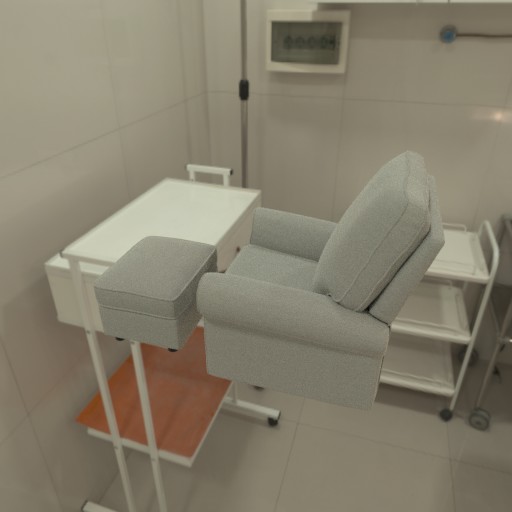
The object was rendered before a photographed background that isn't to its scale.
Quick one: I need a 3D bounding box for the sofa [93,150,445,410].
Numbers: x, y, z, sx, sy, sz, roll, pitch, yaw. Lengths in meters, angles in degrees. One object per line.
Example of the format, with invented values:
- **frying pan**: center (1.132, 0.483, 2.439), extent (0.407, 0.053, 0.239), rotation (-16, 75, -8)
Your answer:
- **sofa**: center (0.000, 0.000, 2.068), extent (1.478, 0.959, 0.880), rotation (8, 30, 14)
